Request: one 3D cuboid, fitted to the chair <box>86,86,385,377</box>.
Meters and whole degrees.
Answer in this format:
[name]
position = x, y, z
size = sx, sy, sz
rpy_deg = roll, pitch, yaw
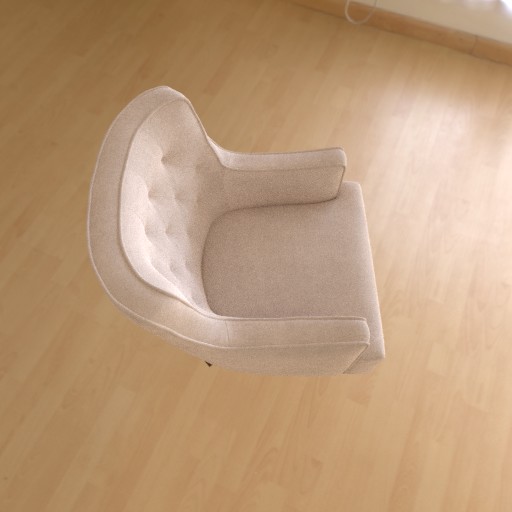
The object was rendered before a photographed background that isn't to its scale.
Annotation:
[chair]
position = 0.000, 0.000, 1.612
size = 0.910, 0.920, 0.781
rpy_deg = -1, 64, 0
